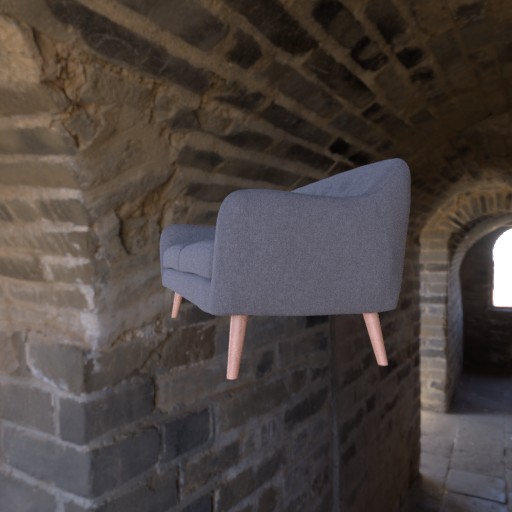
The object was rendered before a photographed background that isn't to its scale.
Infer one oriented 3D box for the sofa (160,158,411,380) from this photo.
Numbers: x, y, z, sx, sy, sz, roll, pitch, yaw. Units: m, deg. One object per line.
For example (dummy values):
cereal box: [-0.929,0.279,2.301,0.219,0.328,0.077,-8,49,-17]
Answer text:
sofa: [0.000,0.000,2.304,0.820,0.820,1.840,0,0,-18]
